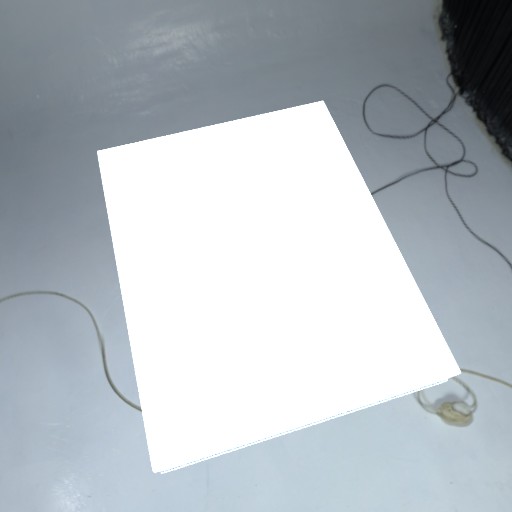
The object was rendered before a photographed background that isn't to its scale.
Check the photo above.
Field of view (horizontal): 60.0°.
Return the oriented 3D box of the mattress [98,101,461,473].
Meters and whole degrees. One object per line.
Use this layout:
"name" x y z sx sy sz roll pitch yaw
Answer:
"mattress" 0.000 0.000 2.692 1.600 0.230 2.000 -15 64 -8
